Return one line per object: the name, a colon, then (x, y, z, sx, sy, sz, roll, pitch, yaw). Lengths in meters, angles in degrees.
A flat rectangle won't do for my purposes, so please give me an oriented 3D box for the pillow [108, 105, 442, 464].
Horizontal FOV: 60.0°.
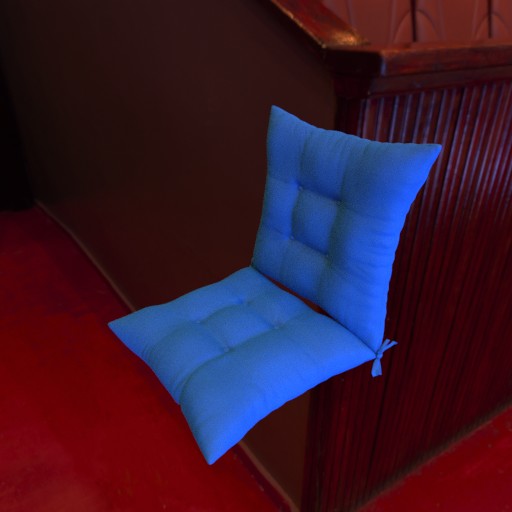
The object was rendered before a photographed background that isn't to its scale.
pillow: (0.000, 0.000, 1.007, 0.585, 0.536, 0.541, -20, 35, -32)
